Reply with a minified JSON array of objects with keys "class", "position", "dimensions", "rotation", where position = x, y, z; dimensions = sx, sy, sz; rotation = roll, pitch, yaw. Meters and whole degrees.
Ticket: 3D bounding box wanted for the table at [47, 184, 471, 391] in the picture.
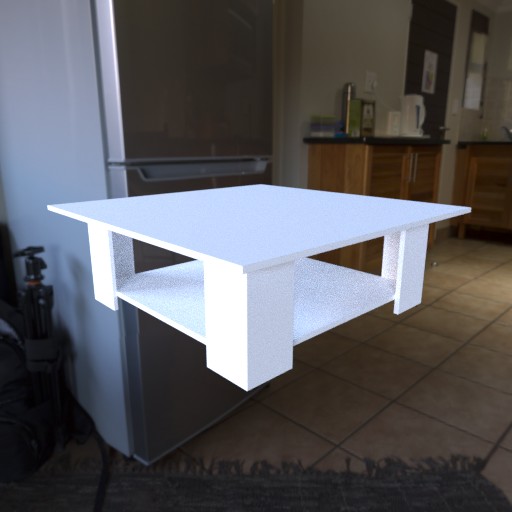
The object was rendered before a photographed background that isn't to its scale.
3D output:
[{"class":"table","position":[0.000,0.000,1.354],"dimensions":[0.890,0.305,0.890],"rotation":[-14,20,-41]}]
